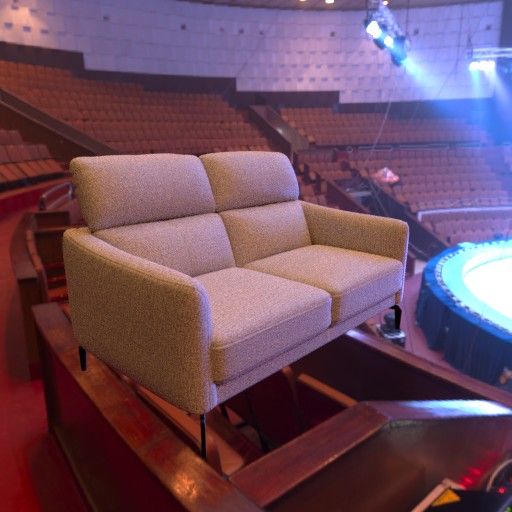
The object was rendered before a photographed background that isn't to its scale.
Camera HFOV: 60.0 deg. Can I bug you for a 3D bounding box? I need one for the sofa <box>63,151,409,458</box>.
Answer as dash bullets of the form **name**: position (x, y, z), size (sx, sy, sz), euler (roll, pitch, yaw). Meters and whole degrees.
- **sofa**: position (0.000, 0.000, 2.107), size (0.905, 0.950, 1.540), euler (13, 19, 41)
